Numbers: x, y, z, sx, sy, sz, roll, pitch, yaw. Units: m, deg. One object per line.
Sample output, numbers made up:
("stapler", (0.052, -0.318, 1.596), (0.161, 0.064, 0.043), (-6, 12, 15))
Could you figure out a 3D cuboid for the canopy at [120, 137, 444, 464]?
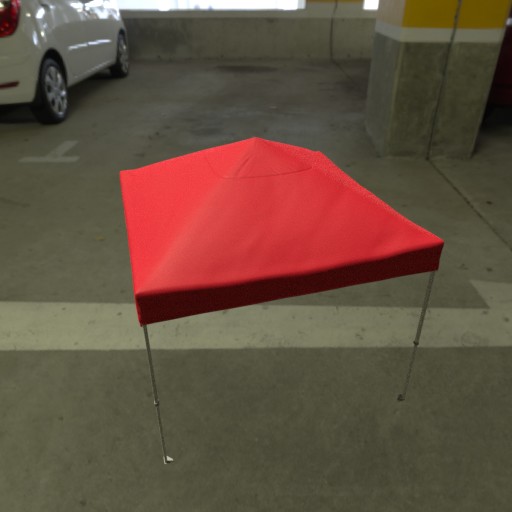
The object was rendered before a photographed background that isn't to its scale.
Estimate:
("canopy", (0.000, 0.000, 5.574), (2.996, 2.997, 2.998), (-9, 32, -15))
